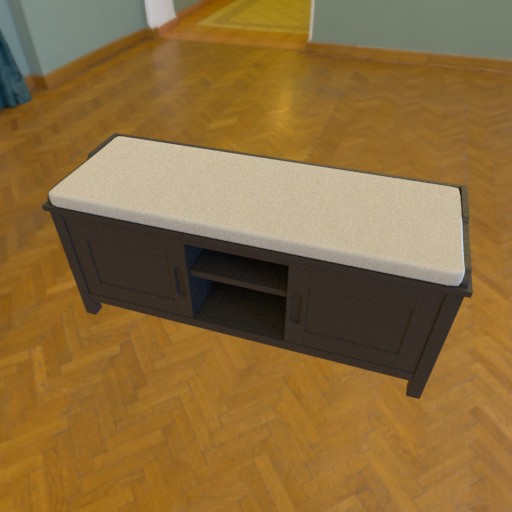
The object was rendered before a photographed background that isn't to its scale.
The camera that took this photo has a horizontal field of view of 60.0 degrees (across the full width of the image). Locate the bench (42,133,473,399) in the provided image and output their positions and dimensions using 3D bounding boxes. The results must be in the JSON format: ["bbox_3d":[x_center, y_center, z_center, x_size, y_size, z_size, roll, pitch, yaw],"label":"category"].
[{"bbox_3d":[0.000,0.000,1.394,1.140,0.501,0.398,12,42,13],"label":"bench"}]
